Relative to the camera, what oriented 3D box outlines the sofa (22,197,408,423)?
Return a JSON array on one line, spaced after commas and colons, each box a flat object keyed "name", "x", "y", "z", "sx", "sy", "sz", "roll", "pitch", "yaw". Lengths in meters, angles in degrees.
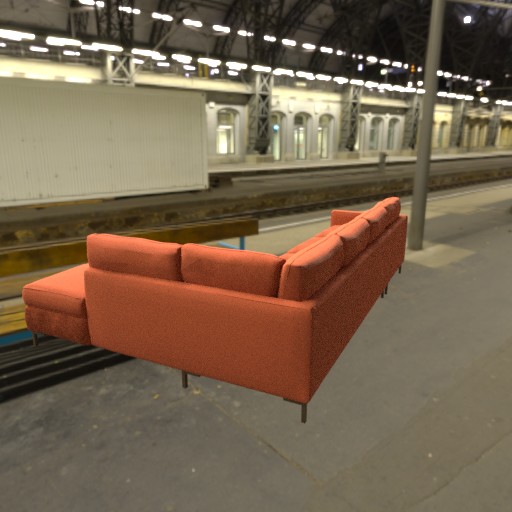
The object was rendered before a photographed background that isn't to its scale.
[{"name": "sofa", "x": 0.000, "y": 0.000, "z": 3.476, "sx": 1.879, "sy": 0.757, "sz": 2.736, "roll": 7, "pitch": 17, "yaw": 26}]
